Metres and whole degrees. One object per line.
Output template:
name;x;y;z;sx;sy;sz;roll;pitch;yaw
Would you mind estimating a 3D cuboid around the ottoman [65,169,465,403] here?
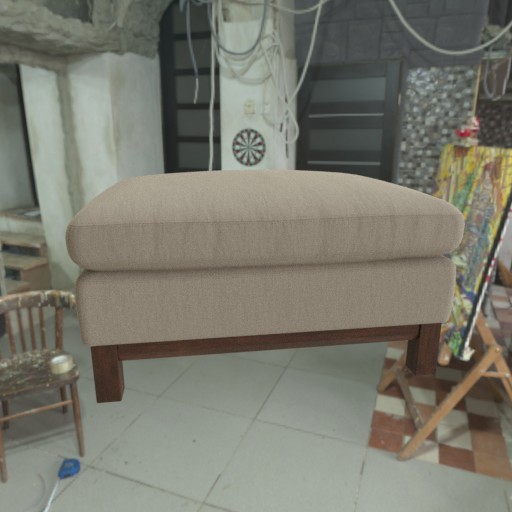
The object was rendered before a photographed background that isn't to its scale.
ottoman;0.000;0.000;1.122;0.771;0.420;0.606;-2;16;-8
